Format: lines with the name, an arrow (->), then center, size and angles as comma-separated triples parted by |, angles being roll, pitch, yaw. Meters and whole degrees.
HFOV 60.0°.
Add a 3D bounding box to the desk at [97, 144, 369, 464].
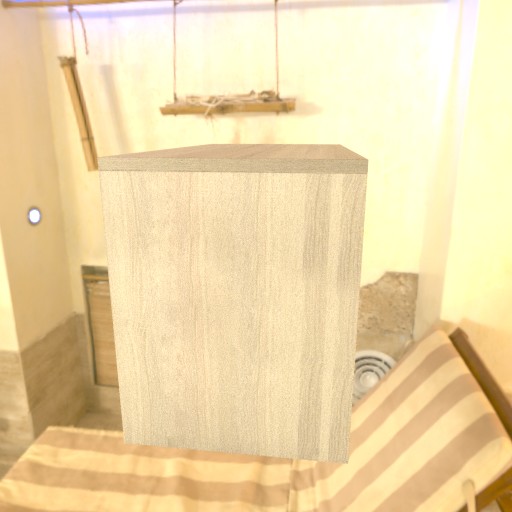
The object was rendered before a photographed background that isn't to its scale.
desk -> 0.000, 0.000, 1.551 | 0.600, 0.731, 1.100 | 2, 16, 7
